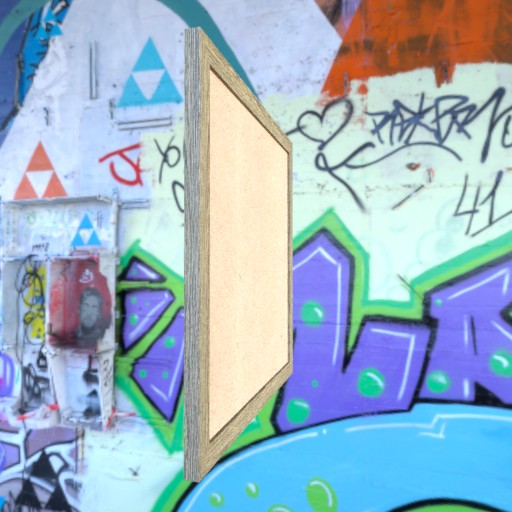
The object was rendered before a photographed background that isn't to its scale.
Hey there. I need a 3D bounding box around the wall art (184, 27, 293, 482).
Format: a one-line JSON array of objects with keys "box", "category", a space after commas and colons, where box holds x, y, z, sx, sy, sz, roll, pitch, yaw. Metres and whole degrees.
[{"box": [0.000, 0.000, 0.740, 0.019, 0.508, 0.508, 0, -1, 16], "category": "wall art"}]
